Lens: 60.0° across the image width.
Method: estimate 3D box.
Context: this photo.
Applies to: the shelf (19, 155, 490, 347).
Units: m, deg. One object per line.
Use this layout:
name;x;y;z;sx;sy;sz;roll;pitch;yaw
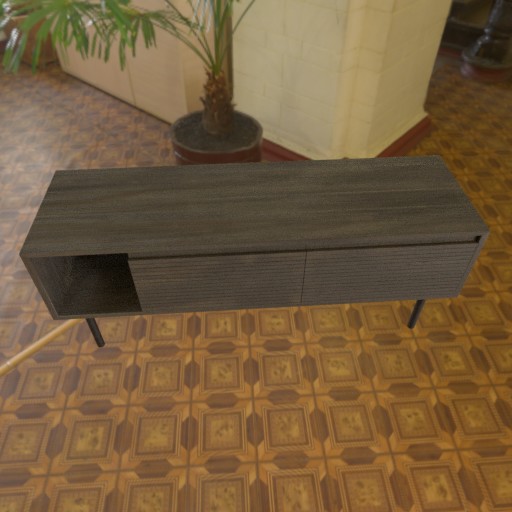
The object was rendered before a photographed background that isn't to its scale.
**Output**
shelf;0.000;0.000;1.528;1.300;0.495;0.400;-3;45;-3
